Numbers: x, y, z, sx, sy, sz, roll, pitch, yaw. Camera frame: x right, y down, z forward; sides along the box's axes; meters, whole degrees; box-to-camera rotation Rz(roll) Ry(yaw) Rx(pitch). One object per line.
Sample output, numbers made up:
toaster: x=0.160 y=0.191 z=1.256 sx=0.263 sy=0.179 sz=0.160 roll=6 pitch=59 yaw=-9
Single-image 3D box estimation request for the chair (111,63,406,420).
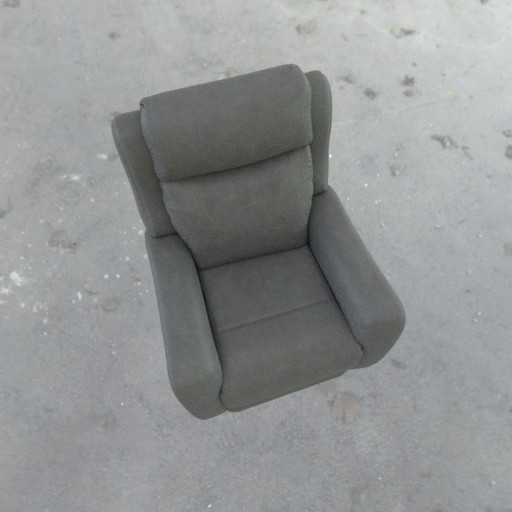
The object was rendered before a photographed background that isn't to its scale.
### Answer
chair: x=0.000 y=0.000 z=1.913 sx=0.967 sy=1.116 sz=1.068 roll=-15 pitch=64 yaw=-8
